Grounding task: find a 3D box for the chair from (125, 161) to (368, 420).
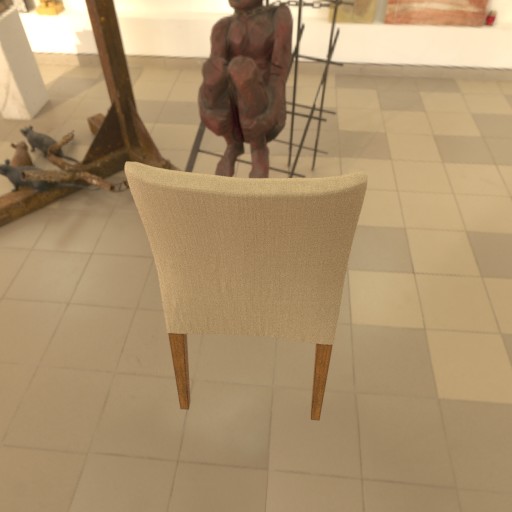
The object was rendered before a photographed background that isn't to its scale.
[{"bbox_3d":[0.000,0.000,1.264,0.496,0.940,0.585,4,47,3],"label":"chair"}]
